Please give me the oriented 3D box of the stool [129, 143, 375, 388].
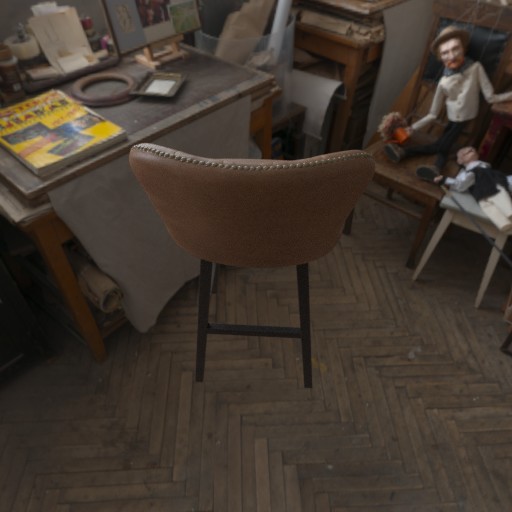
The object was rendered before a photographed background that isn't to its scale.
[{"bbox_3d":[0.000,0.000,1.406,0.528,1.050,0.601,2,45,2],"label":"stool"}]
